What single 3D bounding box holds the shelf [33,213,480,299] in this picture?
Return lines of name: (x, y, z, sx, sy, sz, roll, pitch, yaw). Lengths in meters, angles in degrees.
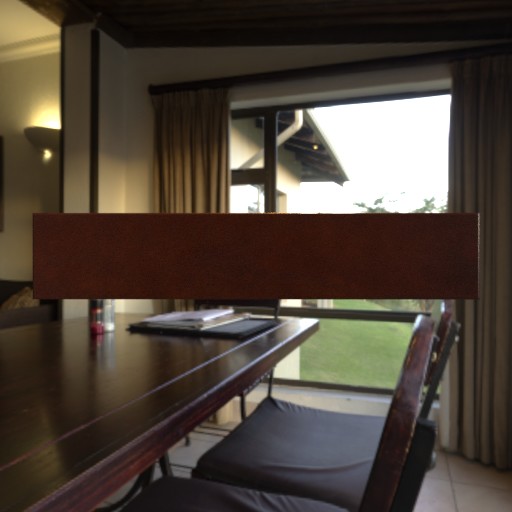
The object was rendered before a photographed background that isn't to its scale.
shelf: (0.000, 0.000, 0.529, 0.457, 0.088, 0.152, 0, 0, 0)
